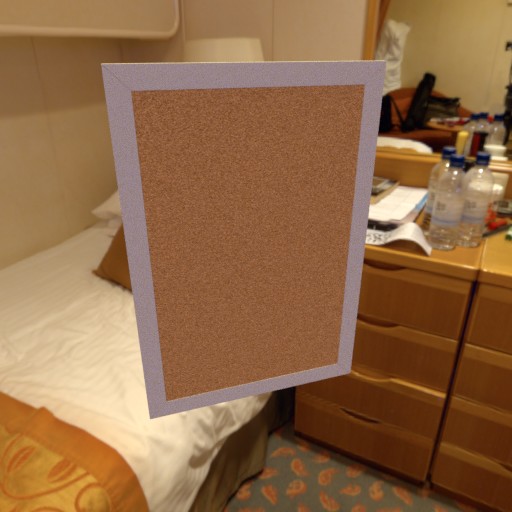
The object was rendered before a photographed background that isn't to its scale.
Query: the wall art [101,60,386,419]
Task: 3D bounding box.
[{"bbox_3d":[0.000,0.000,0.821,0.454,0.659,0.011,-8,27,-16],"label":"wall art"}]
